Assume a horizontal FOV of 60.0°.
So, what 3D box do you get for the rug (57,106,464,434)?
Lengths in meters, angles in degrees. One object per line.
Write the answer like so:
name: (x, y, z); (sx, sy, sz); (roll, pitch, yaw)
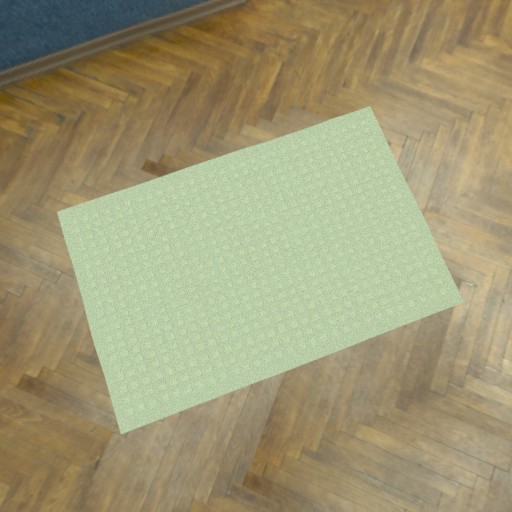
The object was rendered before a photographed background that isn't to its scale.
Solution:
rug: (0.000, 0.000, 2.215); (1.747, 0.006, 1.143); (-20, 77, -5)
